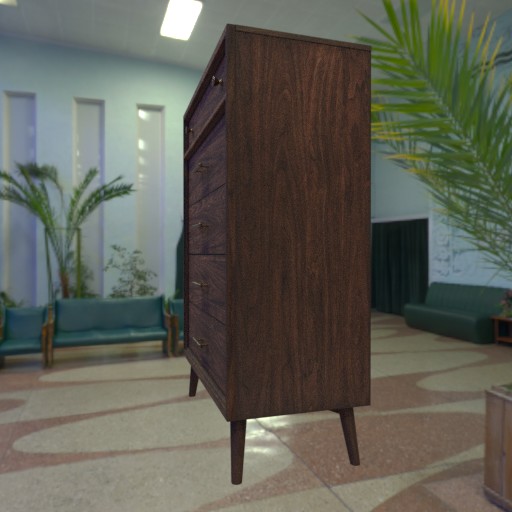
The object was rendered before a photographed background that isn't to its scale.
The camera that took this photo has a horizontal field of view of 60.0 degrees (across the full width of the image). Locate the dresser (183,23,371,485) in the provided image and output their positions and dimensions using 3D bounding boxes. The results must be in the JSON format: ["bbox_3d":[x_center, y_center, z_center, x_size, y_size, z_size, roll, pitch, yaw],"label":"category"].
[{"bbox_3d":[0.000,0.000,1.804,0.498,1.365,0.919,0,0,-17],"label":"dresser"}]
